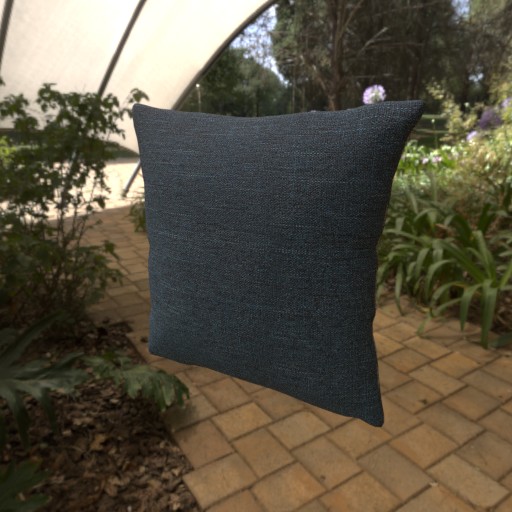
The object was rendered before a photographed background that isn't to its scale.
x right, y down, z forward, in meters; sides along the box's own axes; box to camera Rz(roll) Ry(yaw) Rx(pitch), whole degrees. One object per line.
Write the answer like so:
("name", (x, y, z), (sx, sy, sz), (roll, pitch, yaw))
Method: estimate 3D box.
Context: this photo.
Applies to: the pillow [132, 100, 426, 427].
("pillow", (0.000, 0.000, 0.655), (0.435, 0.435, 0.159), (9, 19, 27))
